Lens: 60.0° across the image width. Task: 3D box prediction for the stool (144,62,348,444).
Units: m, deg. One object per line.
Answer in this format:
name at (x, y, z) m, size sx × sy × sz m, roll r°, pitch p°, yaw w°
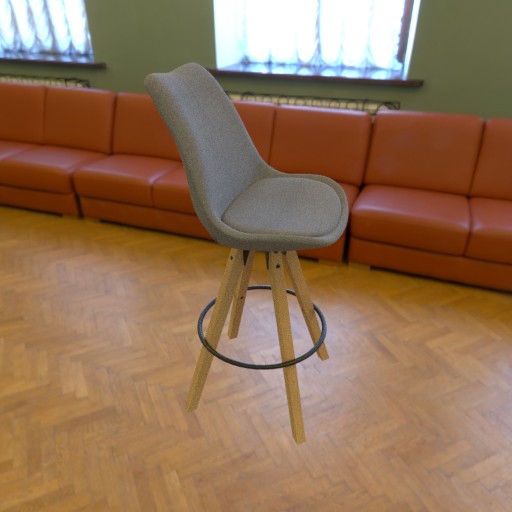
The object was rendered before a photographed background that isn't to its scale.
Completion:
stool at (0.000, 0.000, 1.443) m, size 0.550 × 1.115 × 0.485 m, roll 10°, pitch 32°, yaw 16°
